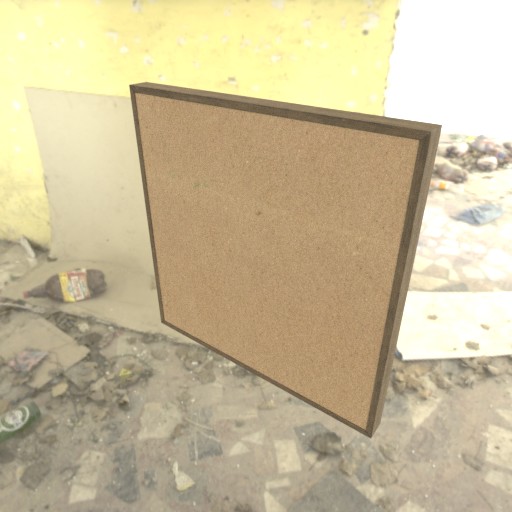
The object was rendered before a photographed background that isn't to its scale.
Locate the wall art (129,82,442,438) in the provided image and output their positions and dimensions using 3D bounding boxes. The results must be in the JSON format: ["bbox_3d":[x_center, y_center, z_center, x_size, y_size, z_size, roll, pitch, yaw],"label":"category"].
[{"bbox_3d":[0.000,0.000,0.756,0.508,0.508,0.038,21,36,31],"label":"wall art"}]
